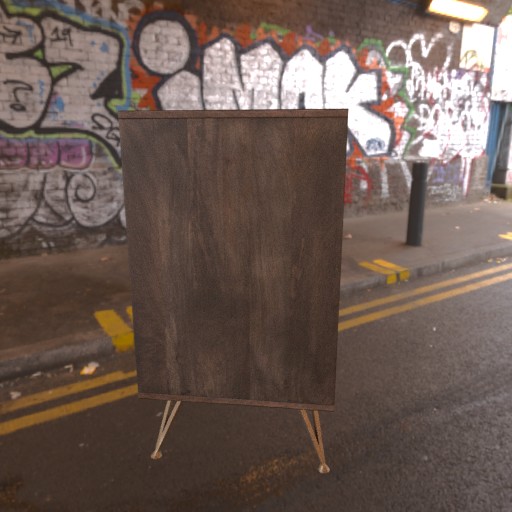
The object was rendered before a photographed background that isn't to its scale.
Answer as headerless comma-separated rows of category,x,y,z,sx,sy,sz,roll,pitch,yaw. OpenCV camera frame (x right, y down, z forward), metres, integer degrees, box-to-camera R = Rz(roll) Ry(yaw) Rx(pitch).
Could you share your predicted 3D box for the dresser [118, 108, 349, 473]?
dresser,0.000,0.000,1.383,0.453,0.801,0.923,2,14,7
